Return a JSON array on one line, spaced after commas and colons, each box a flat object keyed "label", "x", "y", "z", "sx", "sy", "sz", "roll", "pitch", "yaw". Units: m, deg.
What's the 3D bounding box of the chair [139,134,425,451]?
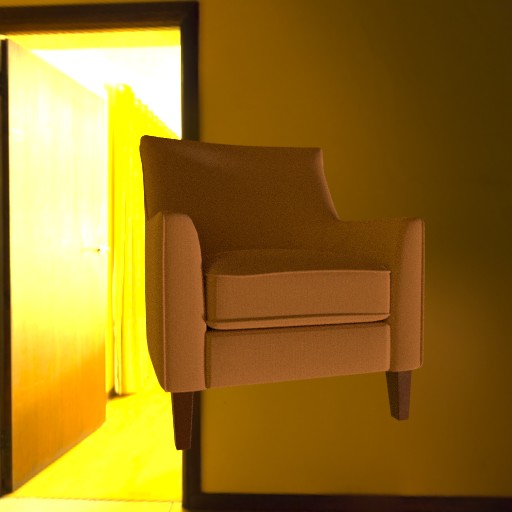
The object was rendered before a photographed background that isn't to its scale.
[{"label": "chair", "x": 0.000, "y": 0.000, "z": 1.533, "sx": 0.756, "sy": 0.916, "sz": 0.879, "roll": 0, "pitch": 1, "yaw": -17}]
